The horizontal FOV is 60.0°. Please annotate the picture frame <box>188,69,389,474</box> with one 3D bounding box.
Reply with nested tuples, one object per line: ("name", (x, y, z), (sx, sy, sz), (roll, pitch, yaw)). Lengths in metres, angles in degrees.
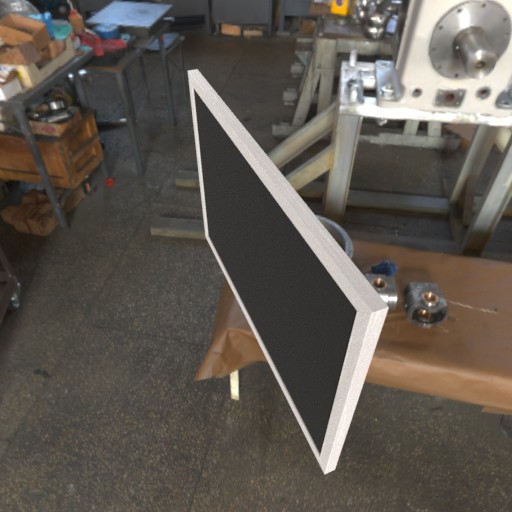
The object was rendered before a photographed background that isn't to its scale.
("picture frame", (0.000, 0.000, 1.187), (0.029, 0.640, 0.950), (-16, 47, -16))
